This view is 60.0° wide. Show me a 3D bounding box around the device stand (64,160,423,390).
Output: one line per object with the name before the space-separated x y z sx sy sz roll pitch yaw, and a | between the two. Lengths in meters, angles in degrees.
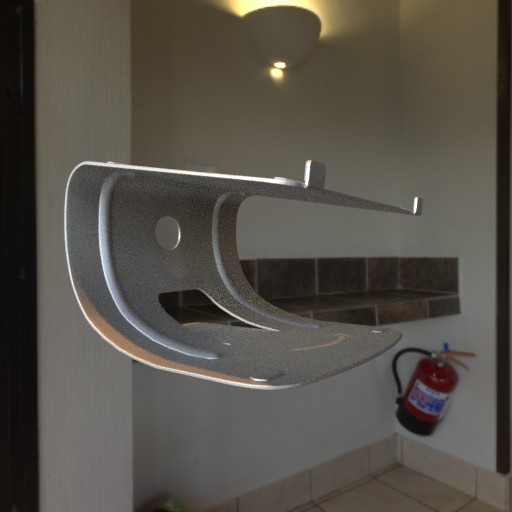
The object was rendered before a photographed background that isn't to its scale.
device stand | 0.000 0.000 0.406 0.236 0.155 0.256 0 1 36
